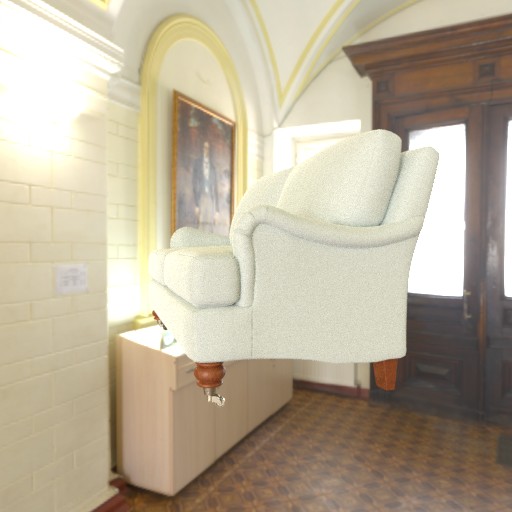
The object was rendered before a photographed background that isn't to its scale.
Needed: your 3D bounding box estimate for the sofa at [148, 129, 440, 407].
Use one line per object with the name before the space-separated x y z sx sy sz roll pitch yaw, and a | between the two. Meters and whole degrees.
sofa | 0.000 0.000 2.556 1.084 1.101 1.853 0 1 -18
